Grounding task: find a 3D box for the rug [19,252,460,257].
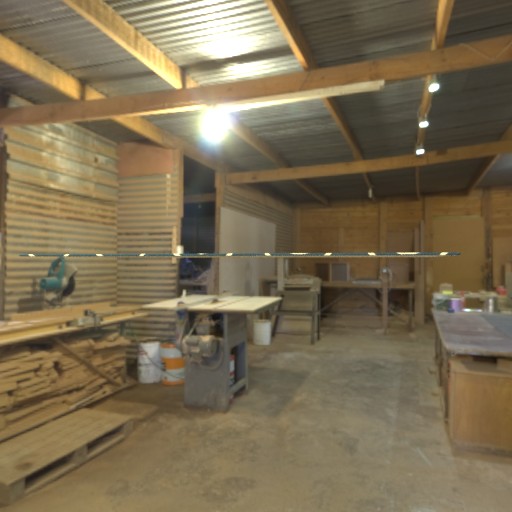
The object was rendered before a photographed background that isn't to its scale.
[{"bbox_3d":[0.000,0.000,2.718,2.134,0.010,1.524,0,0,19],"label":"rug"}]
